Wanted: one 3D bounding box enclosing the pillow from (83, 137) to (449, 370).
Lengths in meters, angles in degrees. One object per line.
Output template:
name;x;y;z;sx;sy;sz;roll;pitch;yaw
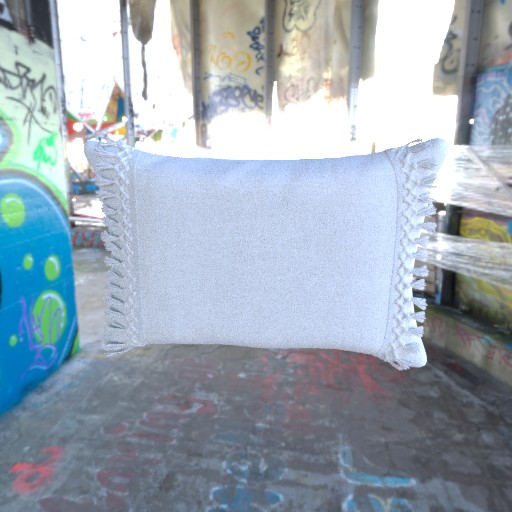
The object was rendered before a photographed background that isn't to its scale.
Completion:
pillow;0.000;0.000;0.591;0.466;0.305;0.084;2;13;8
